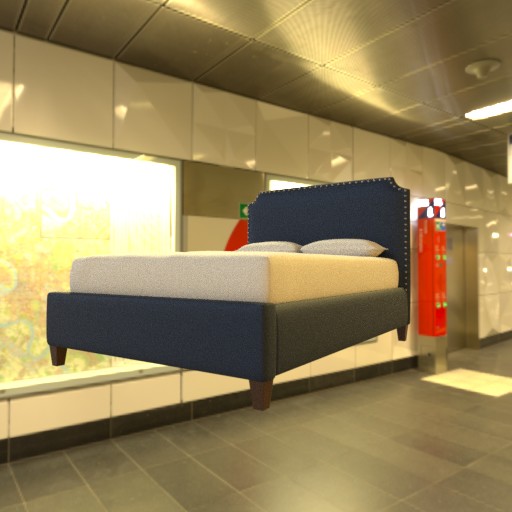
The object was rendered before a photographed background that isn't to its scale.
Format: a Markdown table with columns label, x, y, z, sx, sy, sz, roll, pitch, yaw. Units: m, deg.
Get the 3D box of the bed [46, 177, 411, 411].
| label | x | y | z | sx | sy | sz | roll | pitch | yaw |
| --- | --- | --- | --- | --- | --- | --- | --- | --- | --- |
| bed | 0.000 | 0.000 | 3.382 | 1.712 | 1.443 | 2.372 | -1 | -2 | 34 |
